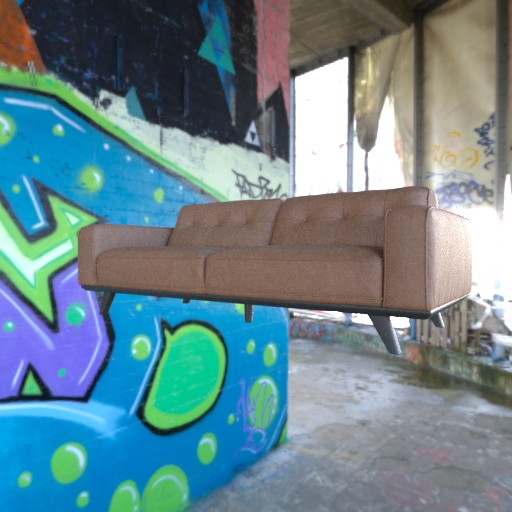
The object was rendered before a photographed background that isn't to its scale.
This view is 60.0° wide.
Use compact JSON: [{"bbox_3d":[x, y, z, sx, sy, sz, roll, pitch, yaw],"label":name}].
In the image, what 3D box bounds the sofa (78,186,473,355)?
[{"bbox_3d":[0.000,0.000,2.673,2.270,0.780,0.953,0,1,35],"label":"sofa"}]
